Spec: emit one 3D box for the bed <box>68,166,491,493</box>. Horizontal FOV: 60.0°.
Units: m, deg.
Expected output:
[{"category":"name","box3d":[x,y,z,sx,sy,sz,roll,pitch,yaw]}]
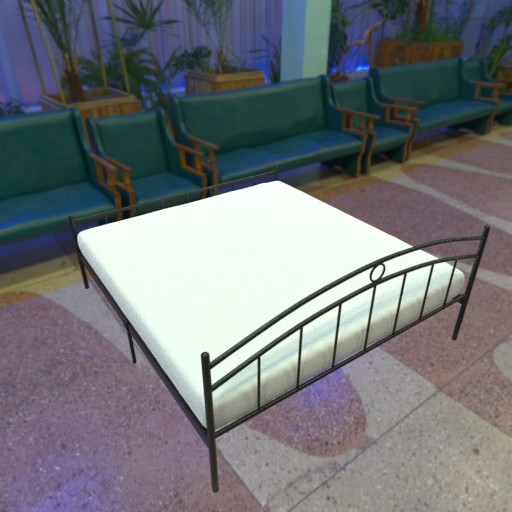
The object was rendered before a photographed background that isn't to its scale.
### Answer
[{"category":"bed","box3d":[0.000,0.000,2.996,1.880,0.940,2.040,-19,36,-29]}]
